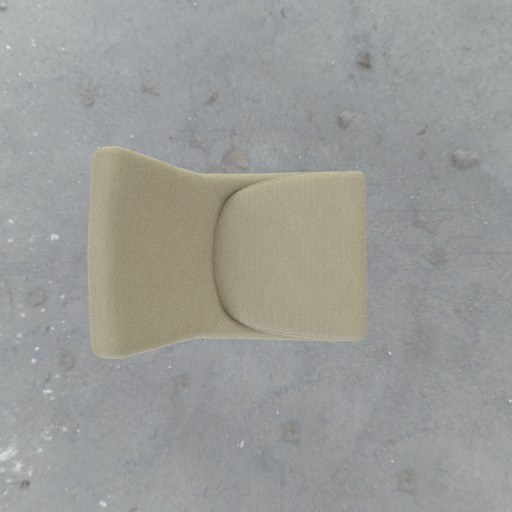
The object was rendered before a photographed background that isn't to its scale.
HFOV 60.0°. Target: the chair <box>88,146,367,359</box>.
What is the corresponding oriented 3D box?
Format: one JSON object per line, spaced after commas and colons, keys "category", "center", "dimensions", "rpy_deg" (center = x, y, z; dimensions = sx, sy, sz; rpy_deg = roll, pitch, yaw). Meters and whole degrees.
{"category": "chair", "center": [0.000, 0.000, 1.299], "dimensions": [0.638, 0.940, 0.515], "rpy_deg": [0, 89, 1]}
